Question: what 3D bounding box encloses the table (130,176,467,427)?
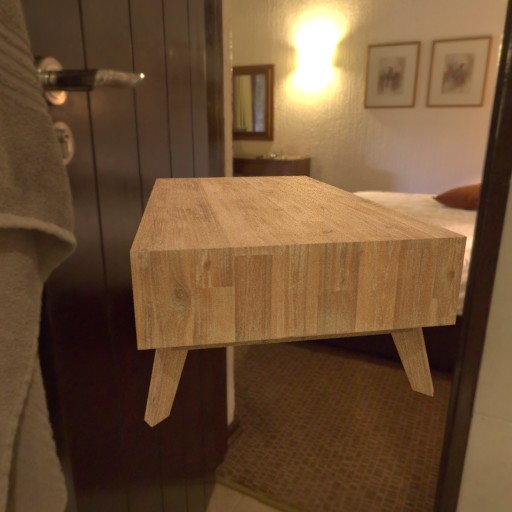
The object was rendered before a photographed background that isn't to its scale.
[{"bbox_3d":[0.000,0.000,1.992,0.918,0.531,1.619,-3,16,-9],"label":"table"}]
